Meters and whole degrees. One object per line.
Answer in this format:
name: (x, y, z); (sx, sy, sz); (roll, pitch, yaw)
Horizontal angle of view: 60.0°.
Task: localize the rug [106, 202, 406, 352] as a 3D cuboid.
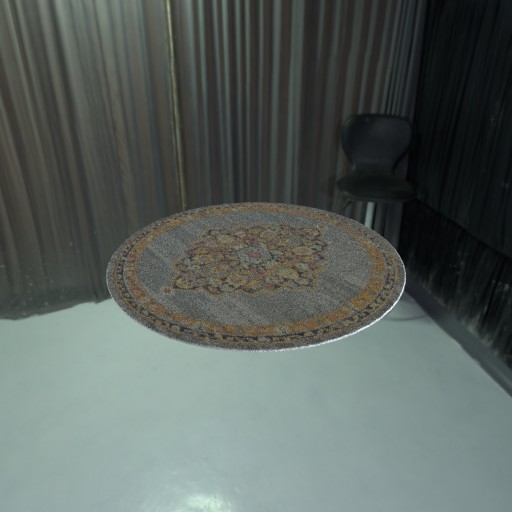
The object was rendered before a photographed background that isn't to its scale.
rug: (0.000, 0.000, 2.468); (1.598, 0.010, 1.598); (0, 29, 0)
